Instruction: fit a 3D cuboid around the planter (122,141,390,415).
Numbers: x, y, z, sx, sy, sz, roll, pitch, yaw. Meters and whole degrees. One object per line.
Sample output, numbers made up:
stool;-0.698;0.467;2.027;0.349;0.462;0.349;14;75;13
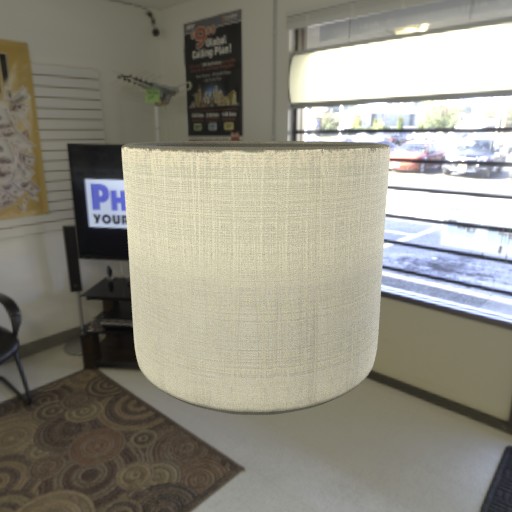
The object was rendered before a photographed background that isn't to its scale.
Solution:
planter;0.000;0.000;0.406;0.226;0.201;0.226;0;16;0
